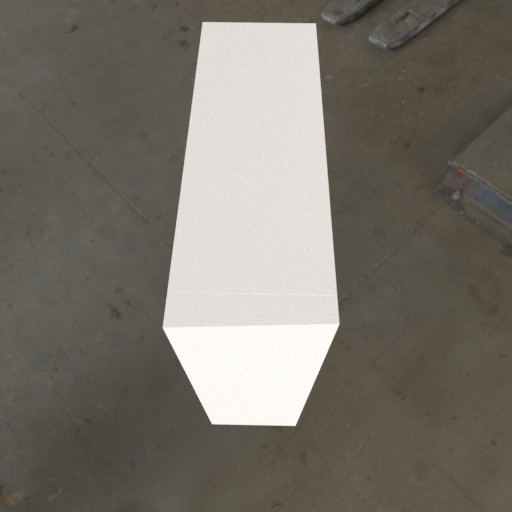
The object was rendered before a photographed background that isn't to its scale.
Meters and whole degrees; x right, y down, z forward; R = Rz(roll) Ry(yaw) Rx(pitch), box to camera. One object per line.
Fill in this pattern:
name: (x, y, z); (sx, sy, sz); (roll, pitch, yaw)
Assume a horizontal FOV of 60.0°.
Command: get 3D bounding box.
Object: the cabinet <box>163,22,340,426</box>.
cabinet: (0.000, 0.000, 1.611); (0.348, 1.150, 0.990); (1, 60, 1)
